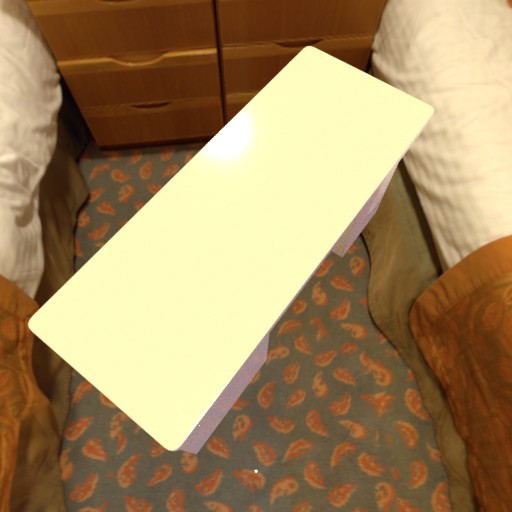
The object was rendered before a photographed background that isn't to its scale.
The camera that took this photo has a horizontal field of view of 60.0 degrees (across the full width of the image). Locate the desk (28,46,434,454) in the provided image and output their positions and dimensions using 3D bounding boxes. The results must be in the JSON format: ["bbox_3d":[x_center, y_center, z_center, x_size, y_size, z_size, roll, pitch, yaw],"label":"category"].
[{"bbox_3d":[0.000,0.000,1.737,0.550,0.762,1.400,34,69,15],"label":"desk"}]
